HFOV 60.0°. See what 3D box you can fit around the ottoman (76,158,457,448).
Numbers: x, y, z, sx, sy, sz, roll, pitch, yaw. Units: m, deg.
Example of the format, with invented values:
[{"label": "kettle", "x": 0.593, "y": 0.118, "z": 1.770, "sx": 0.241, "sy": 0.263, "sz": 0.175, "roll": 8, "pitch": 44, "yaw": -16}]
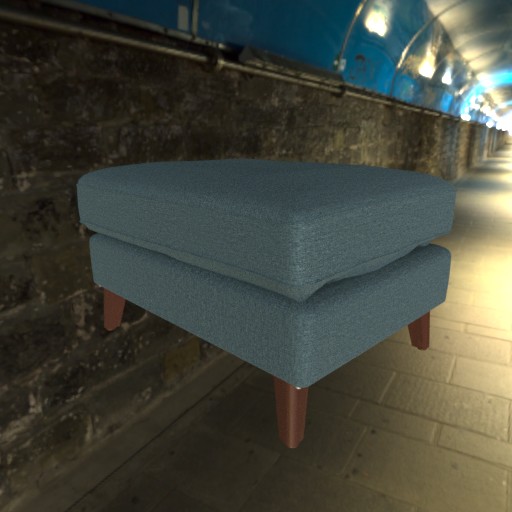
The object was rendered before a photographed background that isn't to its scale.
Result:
[{"label": "ottoman", "x": 0.000, "y": 0.000, "z": 1.221, "sx": 0.629, "sy": 0.503, "sz": 0.835, "roll": -15, "pitch": 22, "yaw": -43}]
